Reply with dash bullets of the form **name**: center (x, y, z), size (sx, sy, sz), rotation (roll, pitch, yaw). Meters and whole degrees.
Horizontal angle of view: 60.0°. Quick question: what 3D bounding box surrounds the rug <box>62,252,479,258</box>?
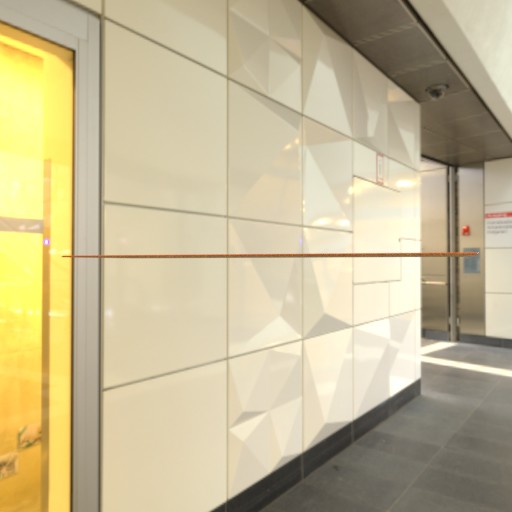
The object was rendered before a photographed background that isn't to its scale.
- **rug**: center (0.000, 0.000, 2.761), size (2.471, 0.013, 0.914), rotation (0, -1, 18)
